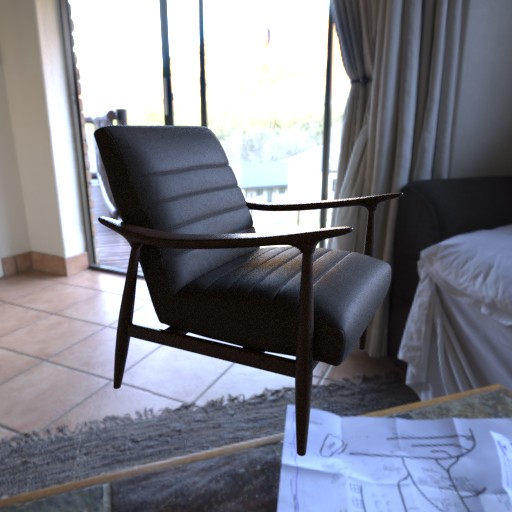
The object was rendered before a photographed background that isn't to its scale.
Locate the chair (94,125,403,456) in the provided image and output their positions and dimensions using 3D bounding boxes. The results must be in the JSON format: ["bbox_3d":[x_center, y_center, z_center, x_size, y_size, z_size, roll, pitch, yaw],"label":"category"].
[{"bbox_3d":[0.000,0.000,1.452,0.798,0.831,0.741,8,17,26],"label":"chair"}]
